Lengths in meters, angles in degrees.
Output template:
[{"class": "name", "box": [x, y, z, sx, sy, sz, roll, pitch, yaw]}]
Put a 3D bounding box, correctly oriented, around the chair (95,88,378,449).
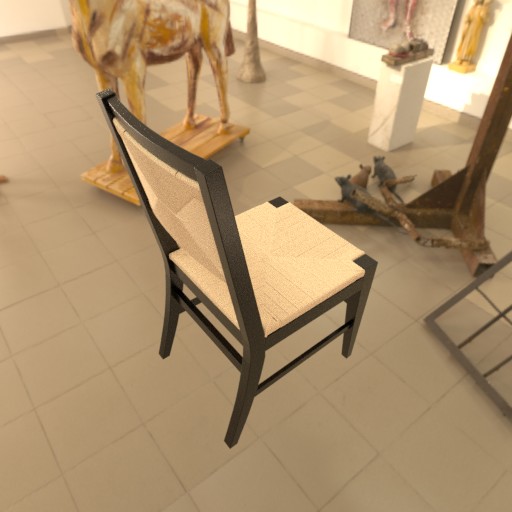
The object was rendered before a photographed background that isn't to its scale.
[{"class": "chair", "box": [0.000, 0.000, 1.251, 0.552, 0.927, 0.437, -27, 48, -28]}]
